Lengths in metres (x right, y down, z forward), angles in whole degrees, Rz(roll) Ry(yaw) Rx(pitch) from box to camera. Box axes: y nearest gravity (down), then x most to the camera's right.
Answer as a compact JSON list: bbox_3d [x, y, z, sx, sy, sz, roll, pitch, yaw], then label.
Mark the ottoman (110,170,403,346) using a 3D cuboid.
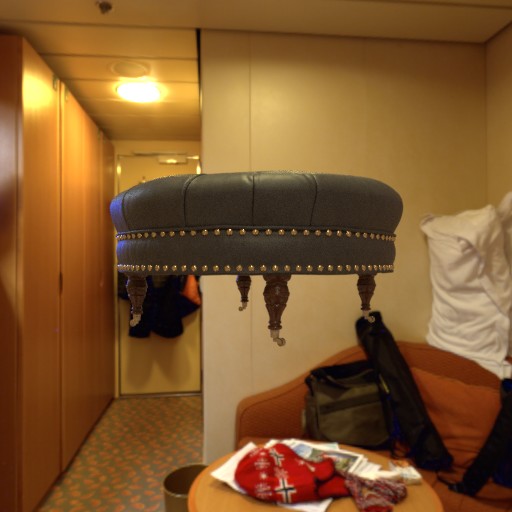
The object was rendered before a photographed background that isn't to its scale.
[{"bbox_3d":[0.000,0.000,1.424,0.901,0.439,0.901,0,-1,0],"label":"ottoman"}]
